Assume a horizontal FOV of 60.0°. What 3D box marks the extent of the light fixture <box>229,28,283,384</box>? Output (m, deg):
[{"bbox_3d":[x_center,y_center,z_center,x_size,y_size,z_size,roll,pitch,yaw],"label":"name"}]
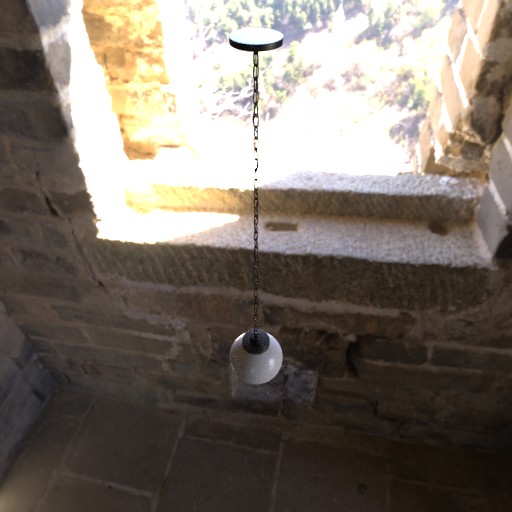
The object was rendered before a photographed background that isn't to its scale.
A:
[{"bbox_3d":[0.000,0.000,2.019,0.304,1.867,0.305,-26,48,-26],"label":"light fixture"}]
